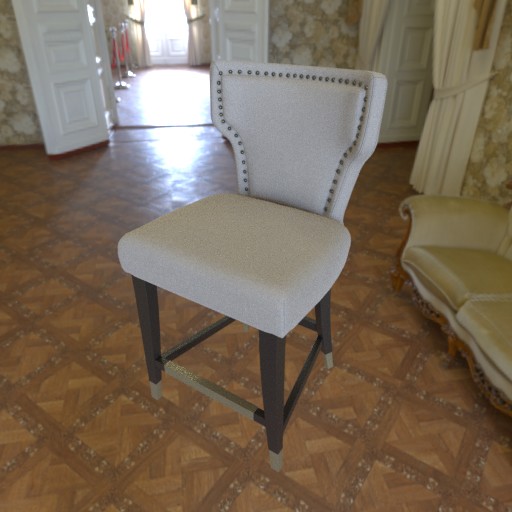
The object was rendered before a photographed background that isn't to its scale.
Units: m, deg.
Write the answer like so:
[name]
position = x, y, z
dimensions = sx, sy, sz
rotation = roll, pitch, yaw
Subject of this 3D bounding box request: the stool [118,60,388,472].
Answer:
[stool]
position = 0.000, 0.000, 1.275
dimensions = 0.527, 0.982, 0.563
rotation = 18, 35, 29
